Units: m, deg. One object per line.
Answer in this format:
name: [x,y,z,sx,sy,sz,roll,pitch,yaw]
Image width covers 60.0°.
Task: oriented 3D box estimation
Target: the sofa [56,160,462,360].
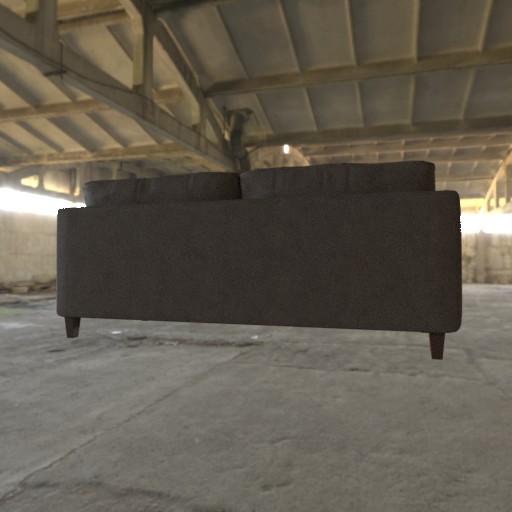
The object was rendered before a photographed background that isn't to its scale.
sofa: [0.000,0.000,2.724,2.208,0.965,0.951,0,-1,17]
